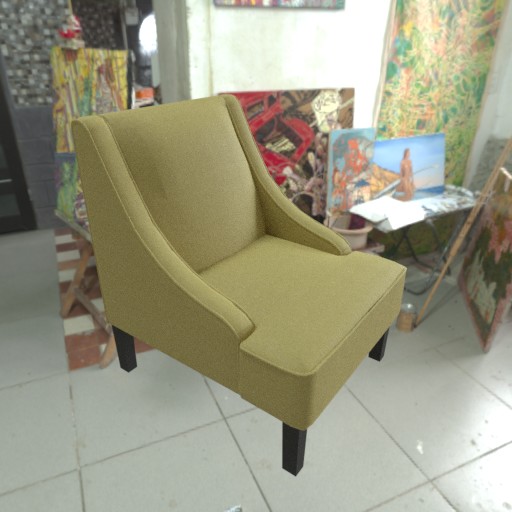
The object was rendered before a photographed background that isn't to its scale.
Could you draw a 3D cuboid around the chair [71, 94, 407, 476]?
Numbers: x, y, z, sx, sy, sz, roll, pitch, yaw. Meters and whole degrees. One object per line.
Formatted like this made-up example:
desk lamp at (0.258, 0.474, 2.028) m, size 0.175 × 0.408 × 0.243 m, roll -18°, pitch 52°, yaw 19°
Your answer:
chair at (0.000, 0.000, 1.460) m, size 0.814 × 0.896 × 0.696 m, roll 18°, pitch 32°, yaw 32°
